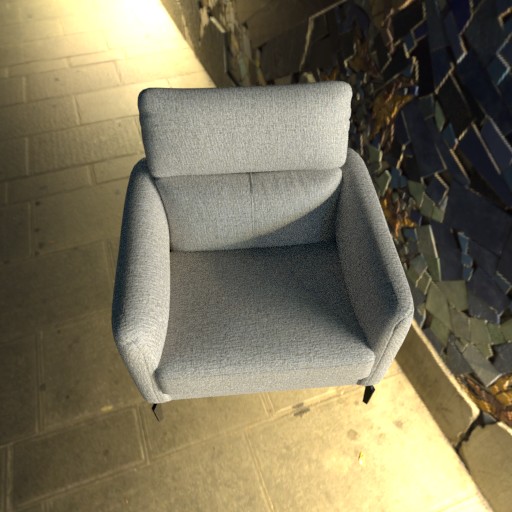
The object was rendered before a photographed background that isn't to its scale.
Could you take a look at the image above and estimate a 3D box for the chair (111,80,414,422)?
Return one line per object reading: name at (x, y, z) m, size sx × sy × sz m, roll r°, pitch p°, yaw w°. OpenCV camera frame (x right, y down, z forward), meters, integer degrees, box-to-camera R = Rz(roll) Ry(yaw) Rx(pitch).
chair at (0.000, 0.000, 1.640) m, size 0.972 × 0.967 × 0.835 m, roll -4°, pitch 48°, yaw -3°
